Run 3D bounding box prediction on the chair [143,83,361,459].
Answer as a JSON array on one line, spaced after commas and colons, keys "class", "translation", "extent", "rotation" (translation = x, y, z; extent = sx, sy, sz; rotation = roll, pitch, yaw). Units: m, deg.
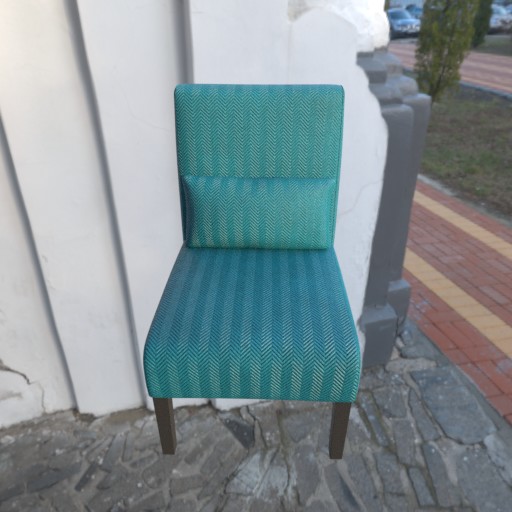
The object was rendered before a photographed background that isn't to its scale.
[{"class": "chair", "translation": [0.000, 0.000, 1.404], "extent": [0.579, 0.927, 0.808], "rotation": [1, 29, 2]}]
